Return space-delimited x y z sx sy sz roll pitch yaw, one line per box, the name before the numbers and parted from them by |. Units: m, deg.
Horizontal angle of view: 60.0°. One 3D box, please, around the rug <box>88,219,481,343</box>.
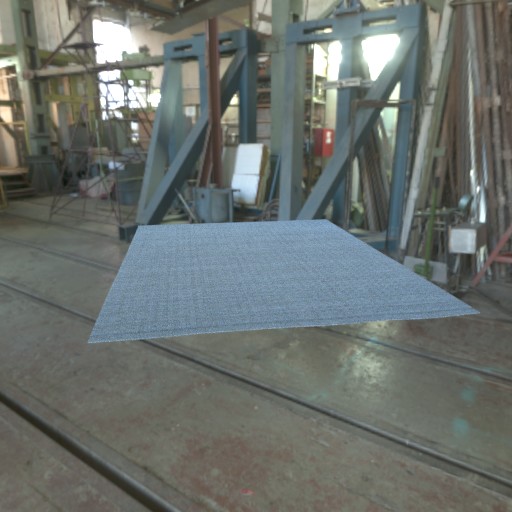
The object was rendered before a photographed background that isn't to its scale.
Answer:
rug | 0.000 0.000 4.182 2.443 0.007 3.200 -3 16 -9
